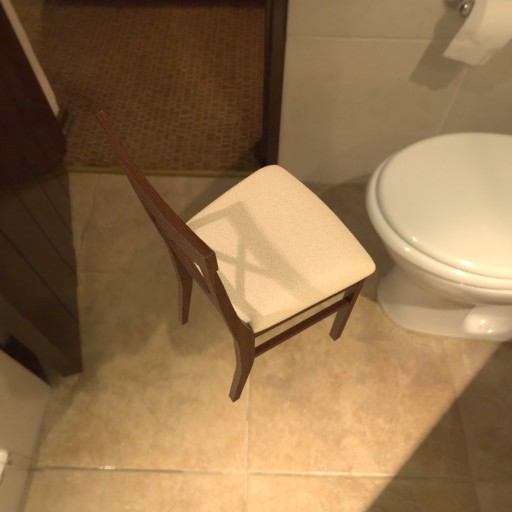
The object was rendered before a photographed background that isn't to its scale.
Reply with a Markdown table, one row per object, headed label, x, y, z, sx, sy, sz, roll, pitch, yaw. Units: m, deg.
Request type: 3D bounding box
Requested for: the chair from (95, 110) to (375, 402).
| label | x | y | z | sx | sy | sz | roll | pitch | yaw |
| --- | --- | --- | --- | --- | --- | --- | --- | --- | --- |
| chair | 0.000 | 0.000 | 1.169 | 0.480 | 0.913 | 0.440 | -31 | 63 | -18 |
